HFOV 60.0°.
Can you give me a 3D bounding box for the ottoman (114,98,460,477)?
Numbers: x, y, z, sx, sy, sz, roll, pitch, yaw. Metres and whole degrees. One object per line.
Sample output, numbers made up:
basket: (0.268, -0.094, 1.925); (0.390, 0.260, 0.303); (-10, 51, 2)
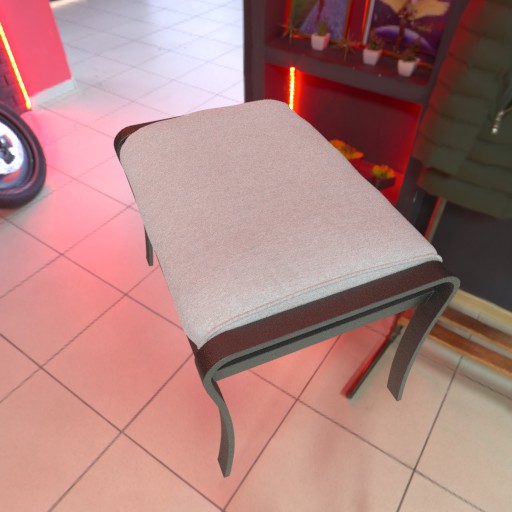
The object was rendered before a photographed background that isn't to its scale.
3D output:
ottoman: (0.000, 0.000, 0.902); (0.406, 0.422, 0.610); (-17, 47, -16)
